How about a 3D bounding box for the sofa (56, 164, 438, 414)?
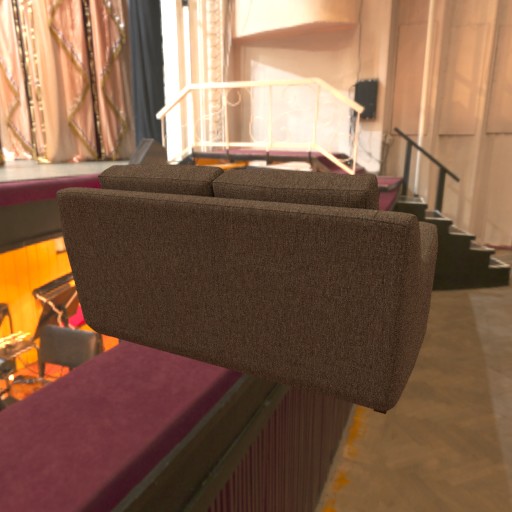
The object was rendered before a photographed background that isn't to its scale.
[{"bbox_3d":[0.000,0.000,2.402,1.778,0.991,1.120,8,17,27],"label":"sofa"}]
